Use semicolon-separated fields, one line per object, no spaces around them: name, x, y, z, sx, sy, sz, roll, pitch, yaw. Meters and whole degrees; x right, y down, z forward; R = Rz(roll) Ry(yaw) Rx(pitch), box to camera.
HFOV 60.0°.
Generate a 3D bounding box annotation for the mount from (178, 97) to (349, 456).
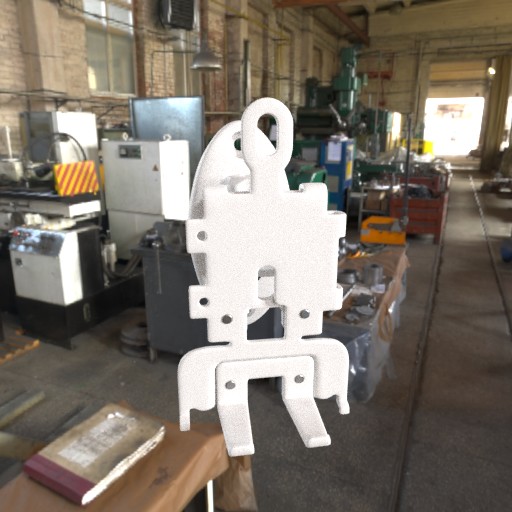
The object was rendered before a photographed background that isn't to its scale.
mount;0.000;0.000;0.180;0.066;0.118;0.100;-3;16;-9
